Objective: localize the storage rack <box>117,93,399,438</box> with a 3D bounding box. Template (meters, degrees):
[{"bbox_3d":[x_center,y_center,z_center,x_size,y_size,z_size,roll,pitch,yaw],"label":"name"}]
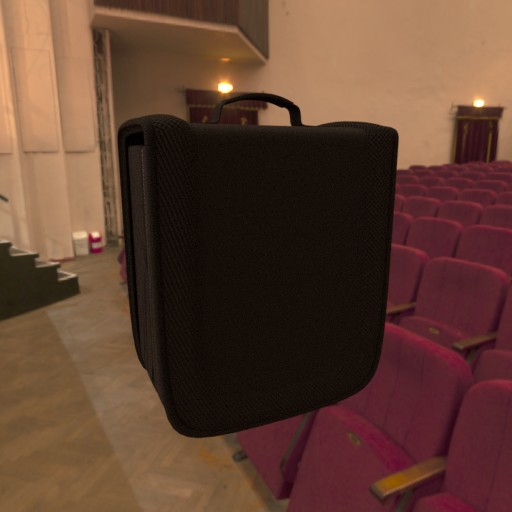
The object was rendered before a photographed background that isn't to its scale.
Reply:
[{"bbox_3d":[0.000,0.000,0.562,0.297,0.387,0.168,-6,14,-25],"label":"storage rack"}]
